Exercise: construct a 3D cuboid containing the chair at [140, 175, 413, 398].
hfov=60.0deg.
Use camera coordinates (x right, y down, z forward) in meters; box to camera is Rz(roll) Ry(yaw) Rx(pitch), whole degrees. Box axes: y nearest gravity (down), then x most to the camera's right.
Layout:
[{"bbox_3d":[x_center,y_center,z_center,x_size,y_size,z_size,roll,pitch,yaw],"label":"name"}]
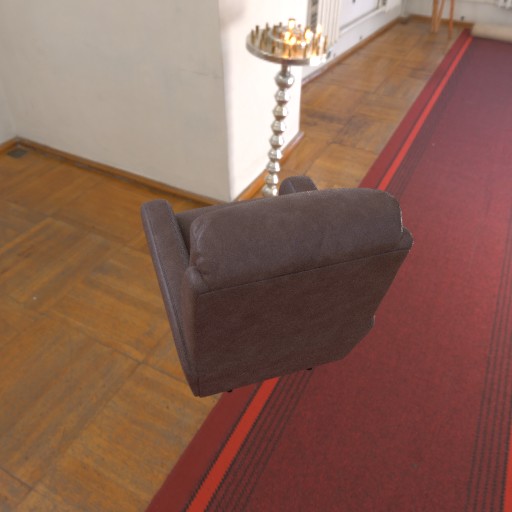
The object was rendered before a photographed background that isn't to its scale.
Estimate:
[{"bbox_3d":[0.000,0.000,1.874,0.865,1.067,1.067,-12,43,-13],"label":"chair"}]
